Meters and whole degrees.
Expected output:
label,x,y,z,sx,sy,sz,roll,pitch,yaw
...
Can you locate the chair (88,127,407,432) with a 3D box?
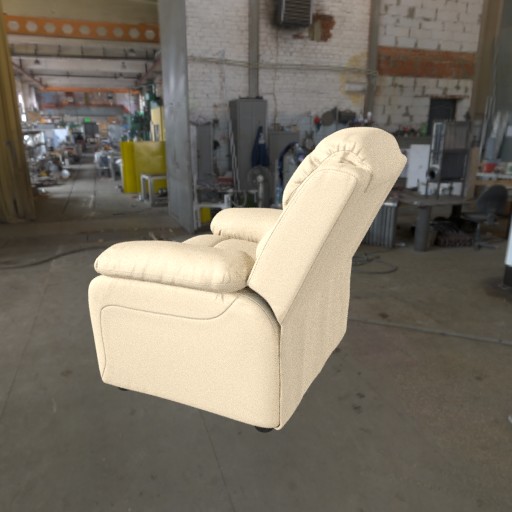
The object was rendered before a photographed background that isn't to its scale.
label,x,y,z,sx,sy,sz,roll,pitch,yaw
chair,0.000,0.000,1.257,0.709,0.702,0.680,8,18,25
